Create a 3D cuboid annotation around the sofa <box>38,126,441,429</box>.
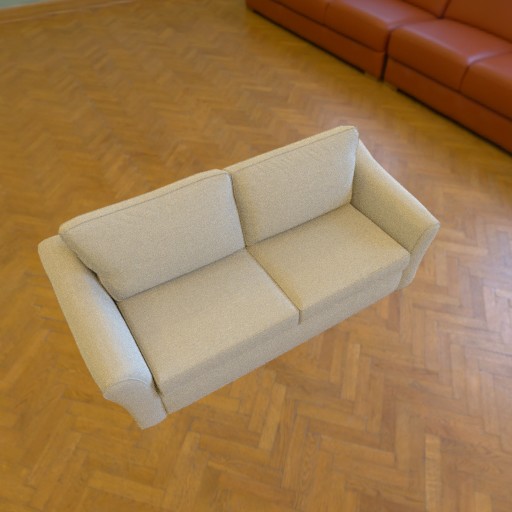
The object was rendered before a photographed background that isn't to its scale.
[{"bbox_3d":[0.000,0.000,2.762,2.270,0.965,0.980,-24,51,-21],"label":"sofa"}]
